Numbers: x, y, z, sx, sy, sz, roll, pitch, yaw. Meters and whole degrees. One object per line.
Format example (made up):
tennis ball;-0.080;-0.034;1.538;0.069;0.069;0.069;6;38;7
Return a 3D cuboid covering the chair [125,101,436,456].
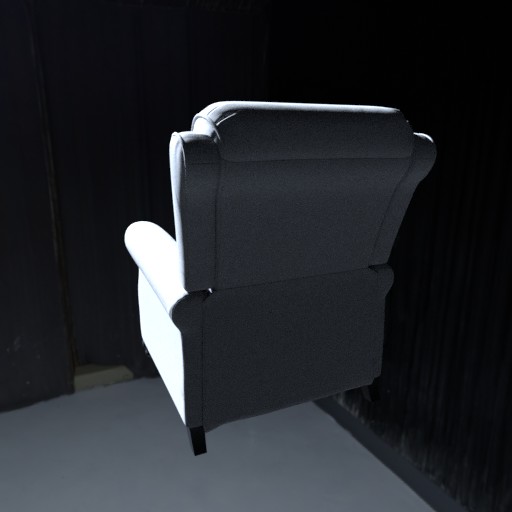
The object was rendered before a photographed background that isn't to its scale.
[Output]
chair;0.000;0.000;1.678;0.859;1.046;0.919;-7;16;-24
